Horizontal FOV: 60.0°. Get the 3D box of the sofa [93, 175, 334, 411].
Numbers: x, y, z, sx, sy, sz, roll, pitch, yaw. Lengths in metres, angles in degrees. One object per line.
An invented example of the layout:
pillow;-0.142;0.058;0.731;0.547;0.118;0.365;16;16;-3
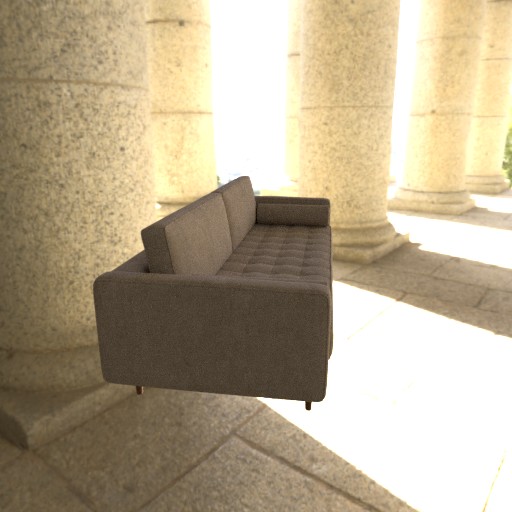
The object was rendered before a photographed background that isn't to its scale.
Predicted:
sofa;0.000;0.000;2.679;0.919;0.770;2.200;3;16;9
